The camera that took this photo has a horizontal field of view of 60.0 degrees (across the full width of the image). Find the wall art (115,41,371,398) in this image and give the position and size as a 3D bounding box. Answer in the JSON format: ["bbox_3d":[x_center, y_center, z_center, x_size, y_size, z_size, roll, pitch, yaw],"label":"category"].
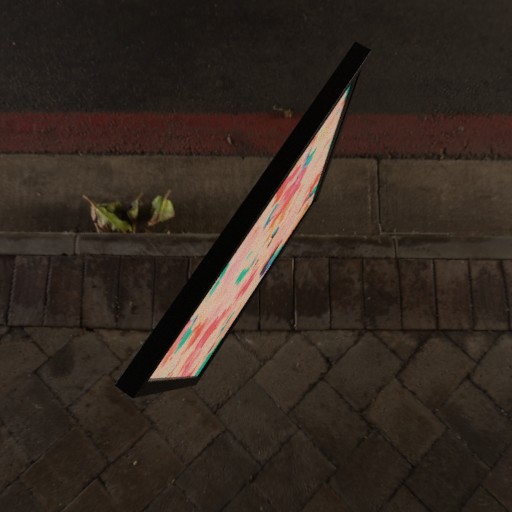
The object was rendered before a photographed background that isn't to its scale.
[{"bbox_3d":[0.000,0.000,1.133,0.036,0.755,0.756,32,78,8],"label":"wall art"}]
